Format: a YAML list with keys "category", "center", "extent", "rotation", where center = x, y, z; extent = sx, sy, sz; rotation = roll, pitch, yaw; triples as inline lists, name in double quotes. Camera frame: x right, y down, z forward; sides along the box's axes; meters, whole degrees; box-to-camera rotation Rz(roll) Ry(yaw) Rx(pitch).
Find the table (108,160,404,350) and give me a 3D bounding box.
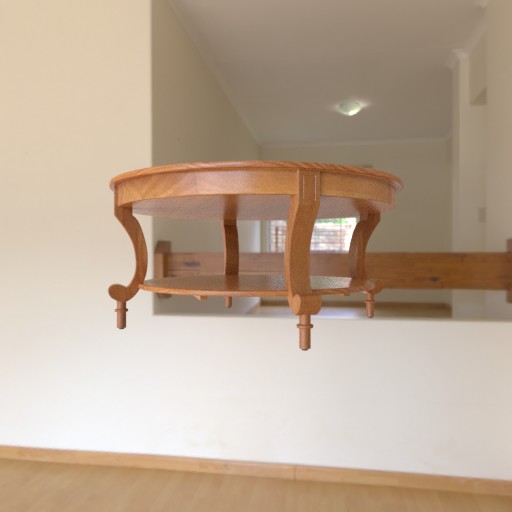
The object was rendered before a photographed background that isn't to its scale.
- category: "table"
  center: [0.000, 0.000, 1.625]
  extent: [1.029, 0.490, 1.029]
  rotation: [0, 1, 0]
